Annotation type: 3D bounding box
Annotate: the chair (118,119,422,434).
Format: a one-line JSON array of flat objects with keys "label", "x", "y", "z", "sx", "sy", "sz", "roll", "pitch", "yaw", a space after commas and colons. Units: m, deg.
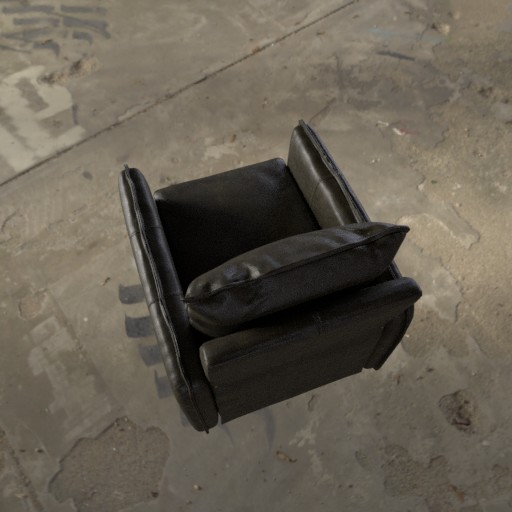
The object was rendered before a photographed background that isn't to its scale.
[{"label": "chair", "x": 0.000, "y": 0.000, "z": 1.584, "sx": 0.830, "sy": 0.921, "sz": 0.921, "roll": -17, "pitch": 60, "yaw": -10}]
